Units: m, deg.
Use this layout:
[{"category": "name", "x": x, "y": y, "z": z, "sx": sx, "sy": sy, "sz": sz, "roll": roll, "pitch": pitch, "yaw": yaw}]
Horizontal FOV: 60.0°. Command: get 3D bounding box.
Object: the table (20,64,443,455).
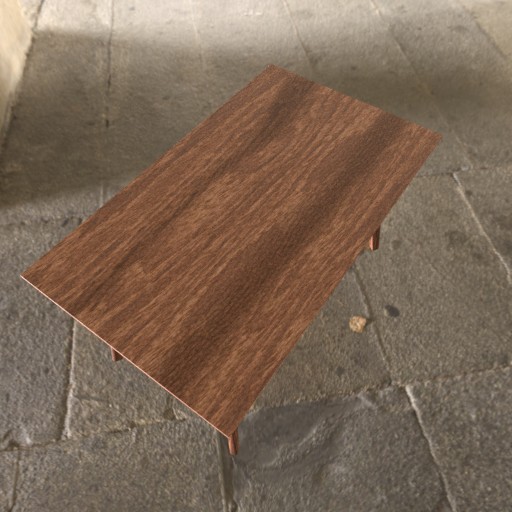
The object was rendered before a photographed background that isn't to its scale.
[{"category": "table", "x": 0.000, "y": 0.000, "z": 1.825, "sx": 0.801, "sy": 0.724, "sz": 1.349, "roll": 31, "pitch": 61, "yaw": 19}]
